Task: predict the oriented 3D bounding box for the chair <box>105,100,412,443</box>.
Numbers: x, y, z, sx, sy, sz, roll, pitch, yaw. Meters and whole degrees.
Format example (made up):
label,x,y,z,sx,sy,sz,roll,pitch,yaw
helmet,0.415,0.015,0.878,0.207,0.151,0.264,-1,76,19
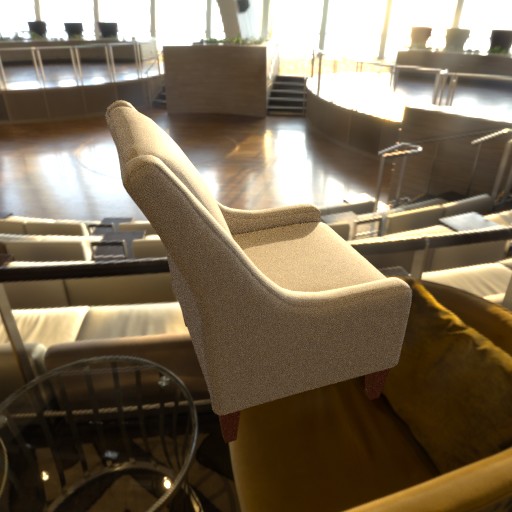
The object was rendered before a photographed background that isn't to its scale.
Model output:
label,x,y,z,sx,sy,sz,roll,pitch,yaw
chair,0.000,0.000,1.619,0.870,1.014,0.774,-10,32,-17
